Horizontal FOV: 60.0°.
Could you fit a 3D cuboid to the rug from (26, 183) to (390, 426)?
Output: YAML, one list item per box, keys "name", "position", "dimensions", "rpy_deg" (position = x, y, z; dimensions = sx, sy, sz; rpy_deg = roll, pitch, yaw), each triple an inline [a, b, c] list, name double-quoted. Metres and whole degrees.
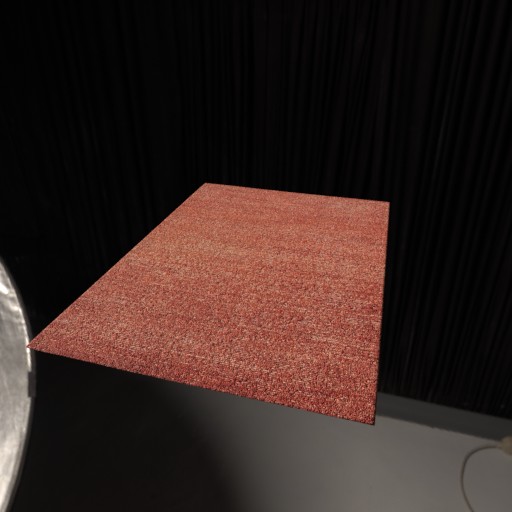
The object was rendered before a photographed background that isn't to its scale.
- name: "rug"
  position: [0.000, 0.000, 4.953]
  dimensions: [2.803, 0.025, 3.965]
  rpy_deg: [8, 31, 14]
